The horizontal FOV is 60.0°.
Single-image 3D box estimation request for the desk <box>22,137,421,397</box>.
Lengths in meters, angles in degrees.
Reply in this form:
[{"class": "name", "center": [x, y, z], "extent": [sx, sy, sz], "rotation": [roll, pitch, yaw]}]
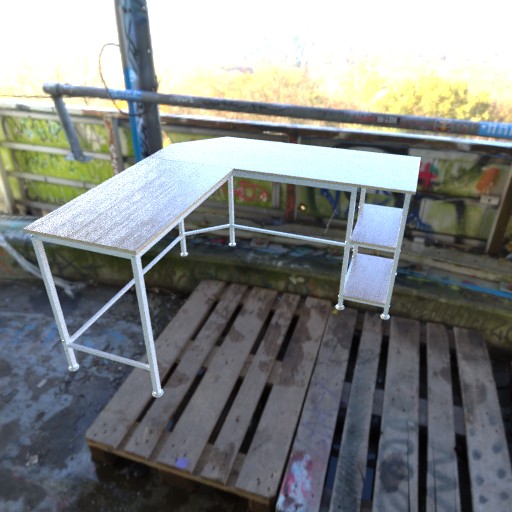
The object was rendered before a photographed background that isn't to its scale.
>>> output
[{"class": "desk", "center": [0.000, 0.000, 2.219], "extent": [1.379, 0.739, 1.379], "rotation": [11, 33, 17]}]
